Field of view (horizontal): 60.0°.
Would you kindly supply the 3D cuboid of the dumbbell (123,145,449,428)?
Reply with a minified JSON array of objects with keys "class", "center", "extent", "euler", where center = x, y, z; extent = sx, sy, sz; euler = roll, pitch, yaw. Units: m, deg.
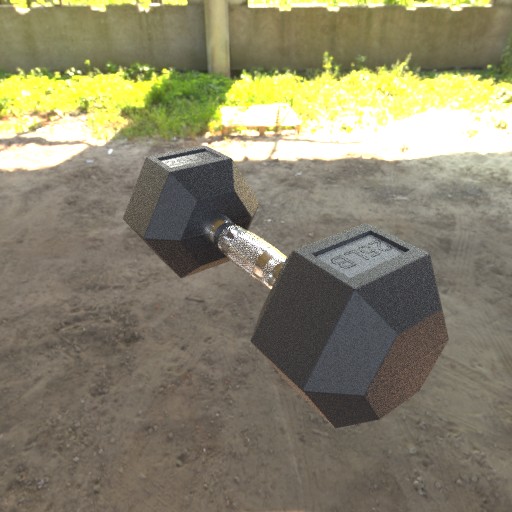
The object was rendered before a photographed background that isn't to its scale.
[{"class":"dumbbell","center":[0.000,0.000,0.375],"extent":[0.129,0.113,0.315],"euler":[-20,36,-30]}]
